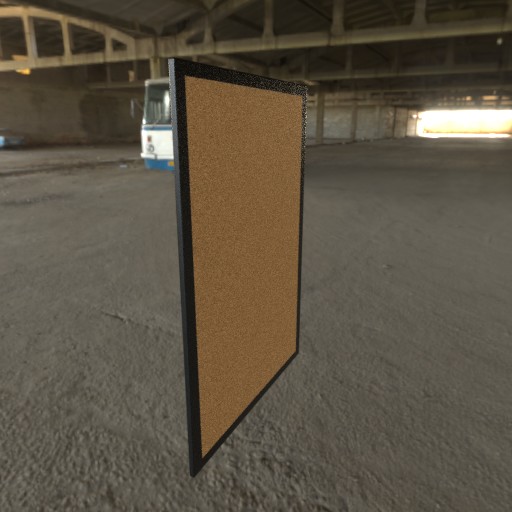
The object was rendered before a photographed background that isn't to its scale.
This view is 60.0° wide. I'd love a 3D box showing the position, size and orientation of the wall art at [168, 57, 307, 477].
[{"bbox_3d":[0.000,0.000,1.275,0.013,0.967,0.707,8,18,26],"label":"wall art"}]
